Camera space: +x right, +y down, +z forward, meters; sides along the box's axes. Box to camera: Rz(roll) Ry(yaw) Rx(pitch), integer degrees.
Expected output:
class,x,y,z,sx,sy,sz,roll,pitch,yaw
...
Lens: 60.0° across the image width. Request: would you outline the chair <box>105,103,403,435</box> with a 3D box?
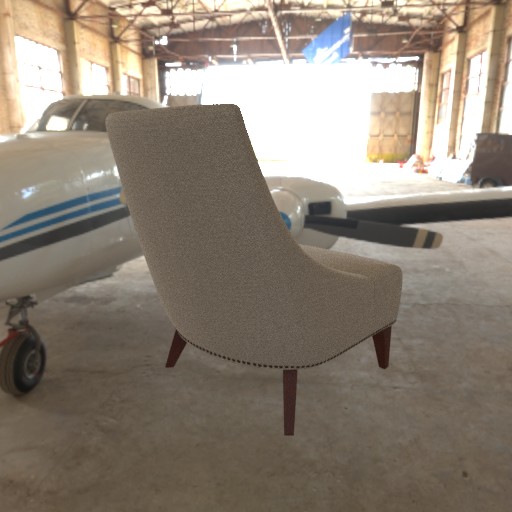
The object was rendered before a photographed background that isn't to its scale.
class,x,y,z,sx,sy,sz,roll,pitch,yaw
chair,0.000,0.000,1.497,0.701,0.909,0.861,13,19,42
